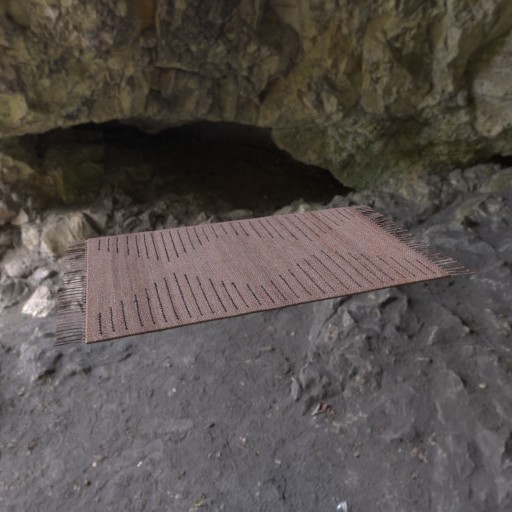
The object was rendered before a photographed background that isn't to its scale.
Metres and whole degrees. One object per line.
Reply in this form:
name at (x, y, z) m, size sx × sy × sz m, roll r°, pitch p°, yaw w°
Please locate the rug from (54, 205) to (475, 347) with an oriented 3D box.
rug at (0.000, 0.000, 2.068) m, size 1.718 × 0.017 × 0.905 m, roll -8°, pitch 28°, yaw -16°
